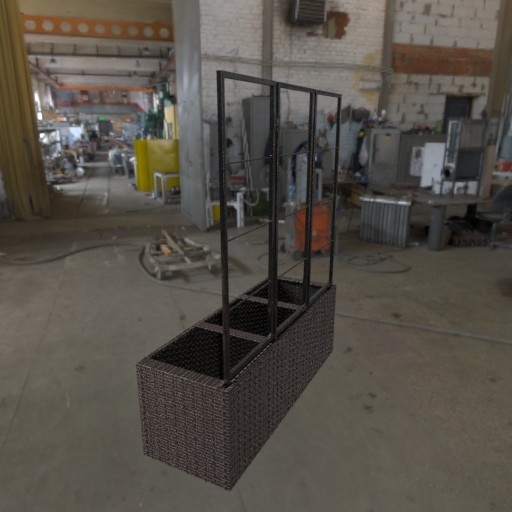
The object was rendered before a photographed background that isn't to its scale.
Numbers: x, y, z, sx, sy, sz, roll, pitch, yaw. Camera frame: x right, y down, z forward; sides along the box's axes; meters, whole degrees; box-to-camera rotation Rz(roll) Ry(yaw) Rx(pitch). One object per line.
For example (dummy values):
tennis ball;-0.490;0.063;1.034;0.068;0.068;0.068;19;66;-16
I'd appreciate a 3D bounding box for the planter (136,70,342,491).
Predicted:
planter;0.000;0.000;1.179;0.244;0.841;0.699;8;18;26
